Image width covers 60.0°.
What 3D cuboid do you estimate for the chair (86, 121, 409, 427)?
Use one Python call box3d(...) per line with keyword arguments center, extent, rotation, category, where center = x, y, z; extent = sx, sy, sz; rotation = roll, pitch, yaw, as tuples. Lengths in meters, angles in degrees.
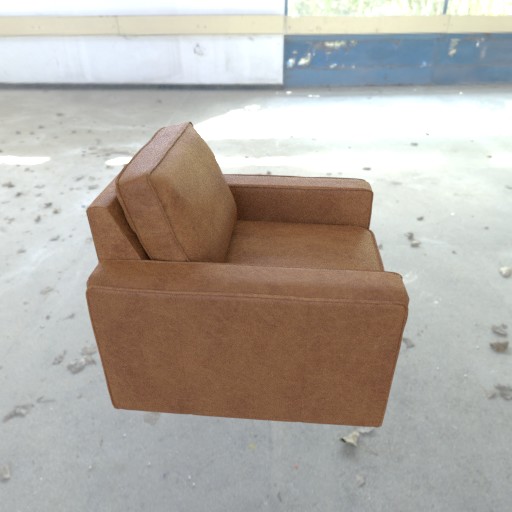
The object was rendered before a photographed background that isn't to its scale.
box3d(center=(0.000, 0.000, 1.765), extent=(1.027, 0.901, 0.987), rotation=(1, 32, 2), category="chair")
